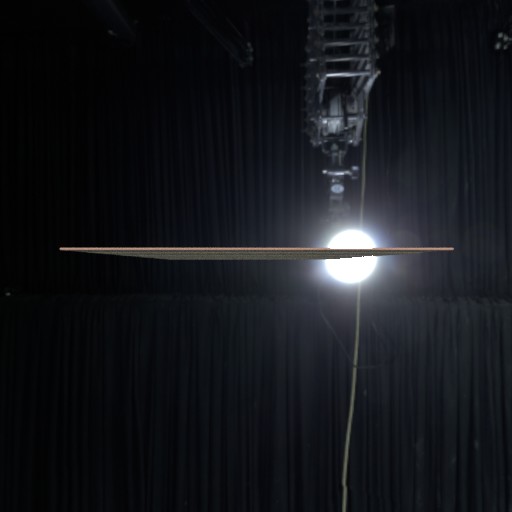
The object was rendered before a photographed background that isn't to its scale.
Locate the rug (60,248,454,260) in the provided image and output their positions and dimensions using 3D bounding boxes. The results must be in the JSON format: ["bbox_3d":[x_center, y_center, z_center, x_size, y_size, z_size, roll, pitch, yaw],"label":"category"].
[{"bbox_3d":[0.000,0.000,2.281,1.219,0.008,1.829,0,-1,0],"label":"rug"}]
